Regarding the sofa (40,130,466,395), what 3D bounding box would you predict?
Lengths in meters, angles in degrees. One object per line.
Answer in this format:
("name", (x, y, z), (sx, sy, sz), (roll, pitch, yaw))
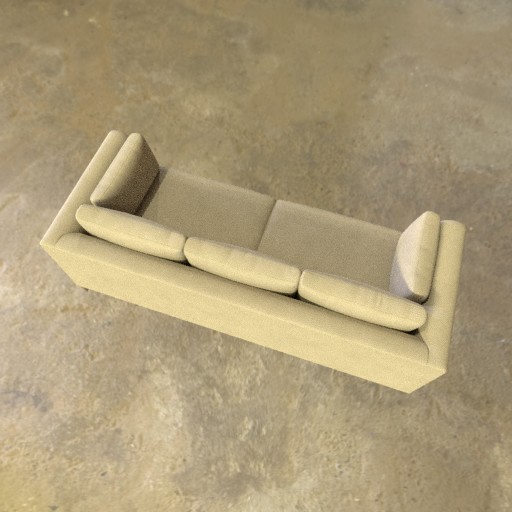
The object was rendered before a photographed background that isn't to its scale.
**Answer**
("sofa", (0.000, 0.000, 2.956), (2.415, 0.867, 0.969), (17, 64, 8))
